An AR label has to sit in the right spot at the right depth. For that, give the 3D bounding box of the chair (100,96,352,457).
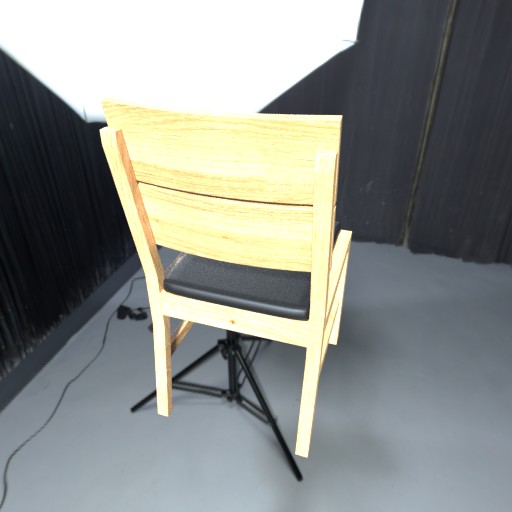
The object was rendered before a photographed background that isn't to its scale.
[{"bbox_3d":[0.000,0.000,1.271,0.475,0.950,0.569,10,33,16],"label":"chair"}]
